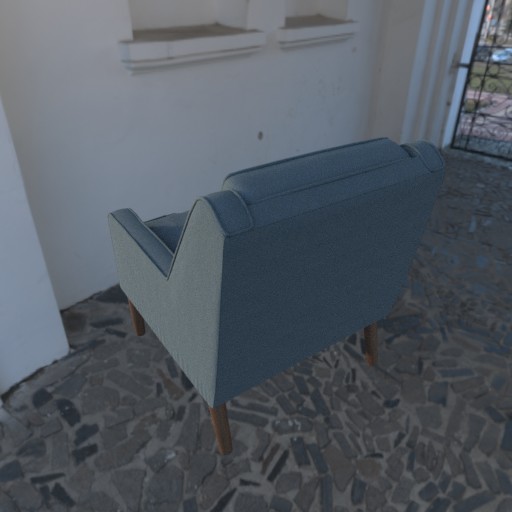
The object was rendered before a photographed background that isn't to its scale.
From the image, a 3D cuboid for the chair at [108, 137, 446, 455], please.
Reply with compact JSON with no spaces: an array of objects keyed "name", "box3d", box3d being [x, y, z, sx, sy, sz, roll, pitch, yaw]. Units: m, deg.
[{"name":"chair","box3d":[0.000,0.000,1.350,0.663,0.780,0.733,-20,36,-30]}]
